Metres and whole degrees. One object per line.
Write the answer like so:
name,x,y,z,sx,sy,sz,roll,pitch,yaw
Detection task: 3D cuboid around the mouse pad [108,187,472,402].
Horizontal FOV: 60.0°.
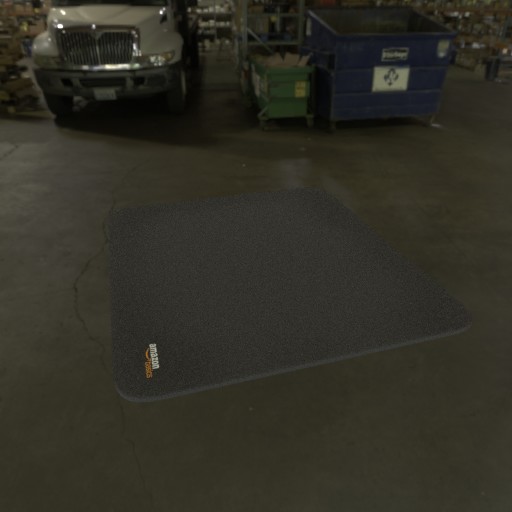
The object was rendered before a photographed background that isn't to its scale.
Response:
mouse pad,0.000,0.000,0.320,0.203,0.003,0.229,-9,31,-15
